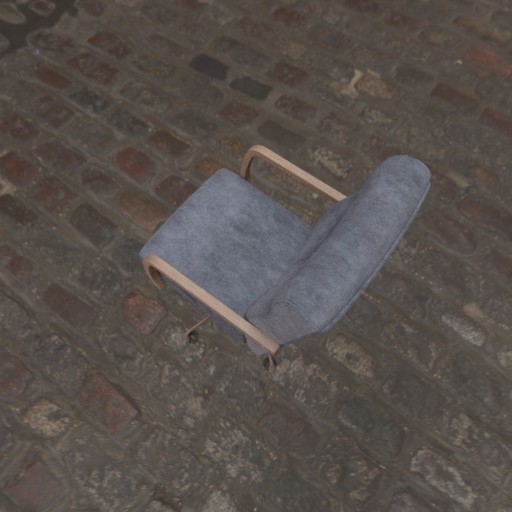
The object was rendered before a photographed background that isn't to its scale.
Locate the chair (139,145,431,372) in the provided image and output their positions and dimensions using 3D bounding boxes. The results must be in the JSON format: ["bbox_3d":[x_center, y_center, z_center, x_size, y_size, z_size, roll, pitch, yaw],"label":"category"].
[{"bbox_3d":[0.000,0.000,1.498,0.741,1.029,0.640,34,69,15],"label":"chair"}]
